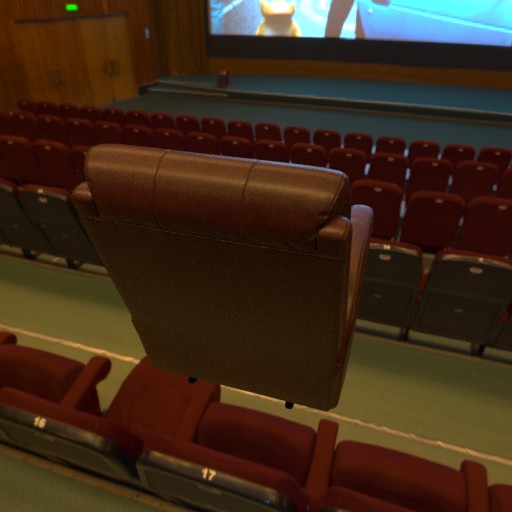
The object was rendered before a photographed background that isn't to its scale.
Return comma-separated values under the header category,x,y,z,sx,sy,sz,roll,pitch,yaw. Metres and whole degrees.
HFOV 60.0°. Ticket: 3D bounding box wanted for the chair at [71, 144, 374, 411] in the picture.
category,x,y,z,sx,sy,sz,roll,pitch,yaw
chair,0.000,0.000,1.636,0.787,1.016,0.939,10,34,15
